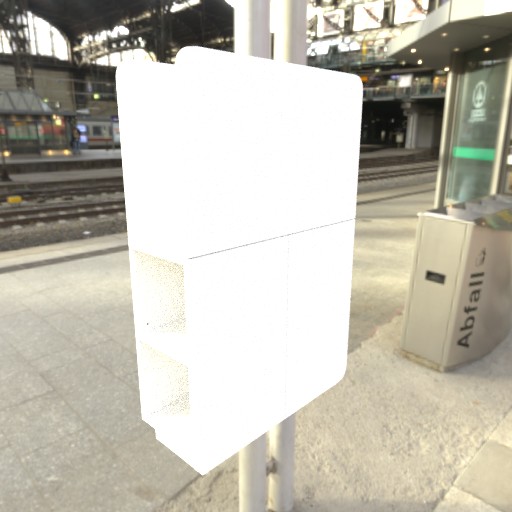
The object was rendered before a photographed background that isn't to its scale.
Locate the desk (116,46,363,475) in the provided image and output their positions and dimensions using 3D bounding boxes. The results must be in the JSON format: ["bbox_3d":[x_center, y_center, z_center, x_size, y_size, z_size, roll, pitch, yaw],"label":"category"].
[{"bbox_3d":[0.000,0.000,1.510,0.278,1.190,0.795,14,21,42],"label":"desk"}]
